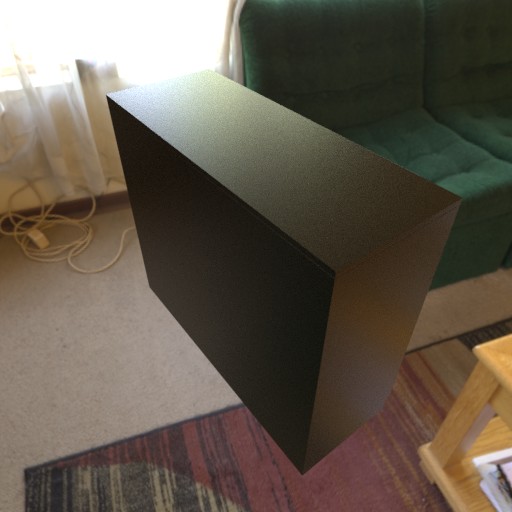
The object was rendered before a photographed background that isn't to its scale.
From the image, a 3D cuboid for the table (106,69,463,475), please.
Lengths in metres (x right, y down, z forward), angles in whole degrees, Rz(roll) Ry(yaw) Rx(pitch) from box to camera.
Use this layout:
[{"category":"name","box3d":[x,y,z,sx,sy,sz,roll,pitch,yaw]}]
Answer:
[{"category":"table","box3d":[0.000,0.000,1.347,0.380,0.790,0.930,-27,48,-27]}]
